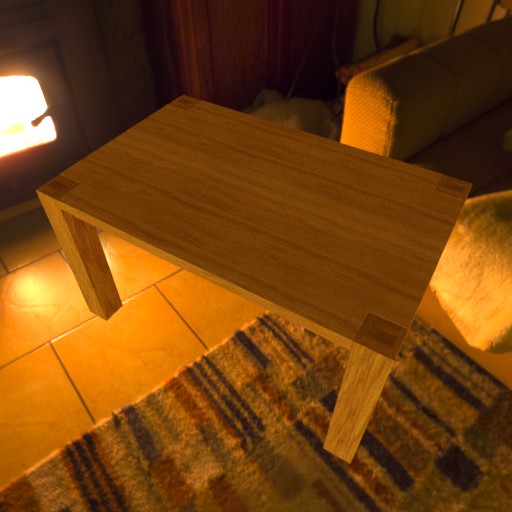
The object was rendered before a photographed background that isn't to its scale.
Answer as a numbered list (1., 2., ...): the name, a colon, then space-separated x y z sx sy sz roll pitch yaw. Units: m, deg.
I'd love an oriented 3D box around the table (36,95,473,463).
1. table: 0.000 0.000 1.955 1.400 0.760 0.900 24 51 21
